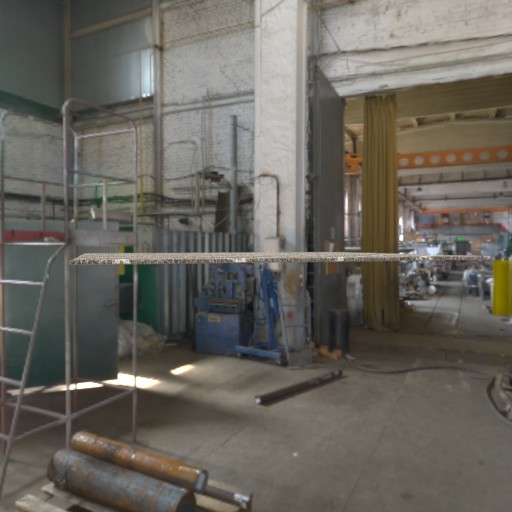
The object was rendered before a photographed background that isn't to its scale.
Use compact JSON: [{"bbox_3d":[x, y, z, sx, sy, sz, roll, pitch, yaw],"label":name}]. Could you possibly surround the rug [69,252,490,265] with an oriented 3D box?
[{"bbox_3d":[0.000,0.000,4.097,3.047,0.029,2.438,0,1,-19],"label":"rug"}]
